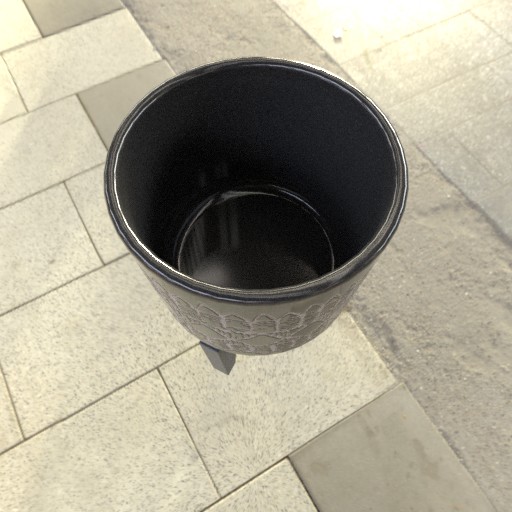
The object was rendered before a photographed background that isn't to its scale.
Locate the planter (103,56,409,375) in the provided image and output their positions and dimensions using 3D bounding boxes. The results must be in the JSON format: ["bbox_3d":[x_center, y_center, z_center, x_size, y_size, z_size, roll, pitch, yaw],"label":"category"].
[{"bbox_3d":[0.000,0.000,0.522,0.251,0.355,0.251,-30,67,-14],"label":"planter"}]
